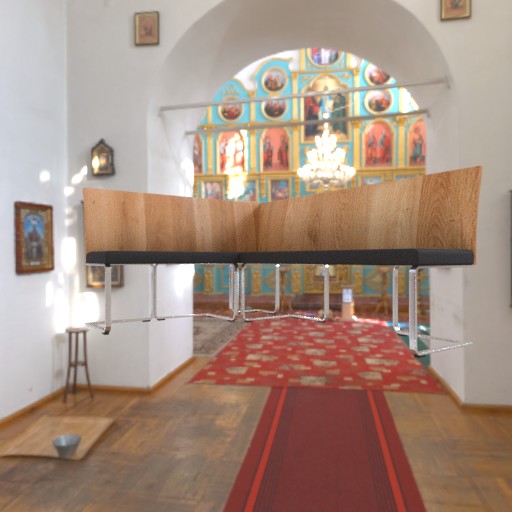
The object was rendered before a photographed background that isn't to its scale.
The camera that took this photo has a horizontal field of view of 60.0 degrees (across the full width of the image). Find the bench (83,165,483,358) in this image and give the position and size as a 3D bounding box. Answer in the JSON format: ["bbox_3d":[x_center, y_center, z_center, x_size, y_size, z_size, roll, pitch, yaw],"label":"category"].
[{"bbox_3d":[0.000,0.000,2.644,1.495,0.930,1.945,0,0,-36],"label":"bench"}]
